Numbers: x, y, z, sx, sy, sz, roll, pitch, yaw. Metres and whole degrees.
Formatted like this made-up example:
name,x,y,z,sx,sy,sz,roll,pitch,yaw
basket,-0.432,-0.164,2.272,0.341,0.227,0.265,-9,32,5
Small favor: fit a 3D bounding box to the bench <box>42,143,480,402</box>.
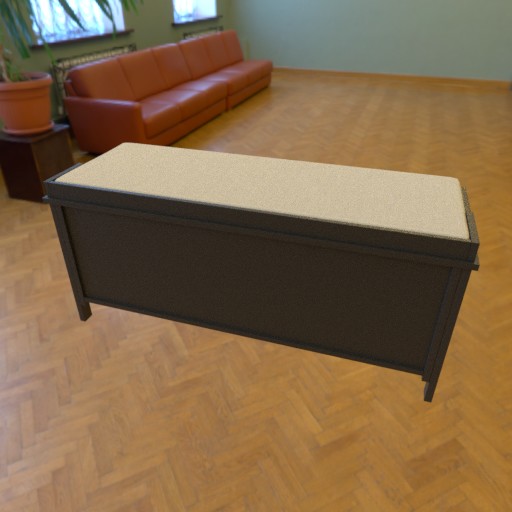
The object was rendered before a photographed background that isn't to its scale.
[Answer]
name,x,y,z,sx,sy,sz,roll,pitch,yaw
bench,0.000,0.000,1.370,1.140,0.501,0.398,10,33,15
